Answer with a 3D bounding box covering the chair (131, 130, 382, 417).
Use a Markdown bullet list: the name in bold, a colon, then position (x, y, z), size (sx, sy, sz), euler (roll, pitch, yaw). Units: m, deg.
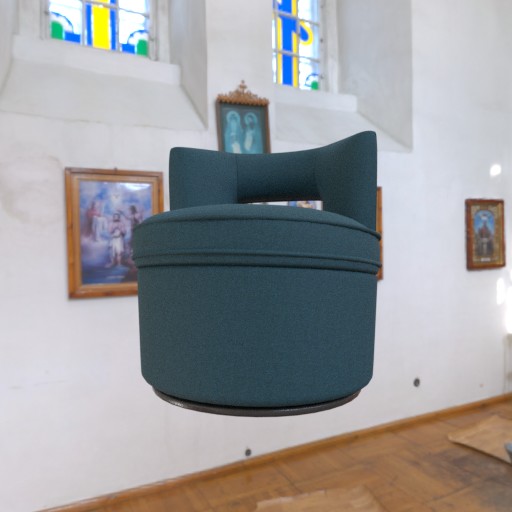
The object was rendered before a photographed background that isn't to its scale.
- **chair**: position (0.000, 0.000, 1.248), size (0.684, 0.711, 0.660), euler (0, 0, 18)
